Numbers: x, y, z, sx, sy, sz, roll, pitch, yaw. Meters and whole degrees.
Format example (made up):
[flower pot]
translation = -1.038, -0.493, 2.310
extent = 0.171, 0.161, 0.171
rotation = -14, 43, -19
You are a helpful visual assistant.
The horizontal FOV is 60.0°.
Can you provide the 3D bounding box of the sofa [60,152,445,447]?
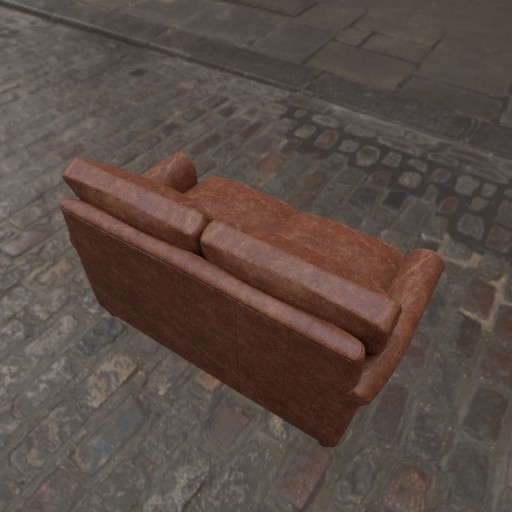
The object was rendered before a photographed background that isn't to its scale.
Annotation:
[sofa]
translation = 0.000, 0.000, 2.174
extent = 1.616, 0.967, 0.990
rotation = 25, 51, 22
